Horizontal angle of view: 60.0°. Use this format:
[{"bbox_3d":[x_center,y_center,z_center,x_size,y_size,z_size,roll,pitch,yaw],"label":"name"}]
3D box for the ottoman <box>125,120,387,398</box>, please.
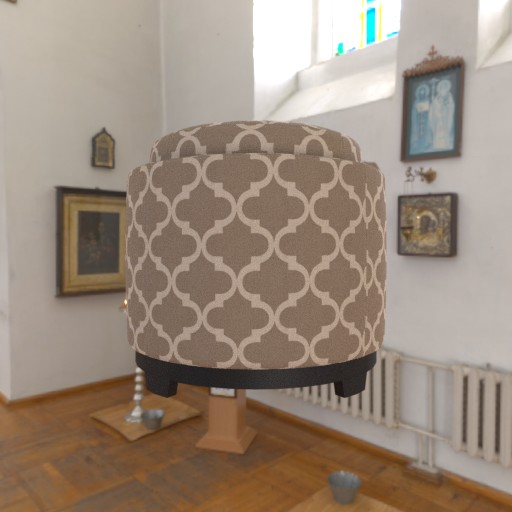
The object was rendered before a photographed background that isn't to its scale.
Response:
[{"bbox_3d":[0.000,0.000,0.849,0.480,0.429,0.480,0,1,0],"label":"ottoman"}]
